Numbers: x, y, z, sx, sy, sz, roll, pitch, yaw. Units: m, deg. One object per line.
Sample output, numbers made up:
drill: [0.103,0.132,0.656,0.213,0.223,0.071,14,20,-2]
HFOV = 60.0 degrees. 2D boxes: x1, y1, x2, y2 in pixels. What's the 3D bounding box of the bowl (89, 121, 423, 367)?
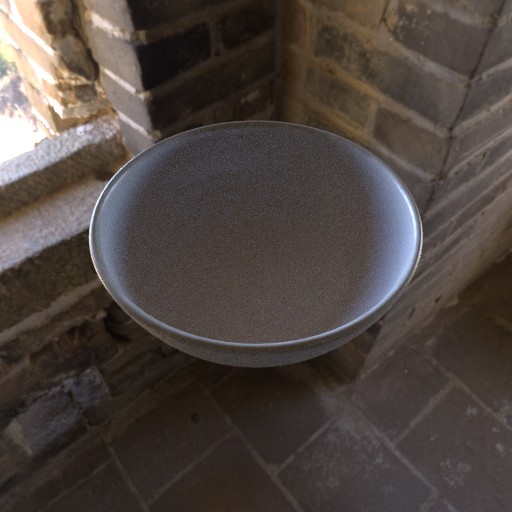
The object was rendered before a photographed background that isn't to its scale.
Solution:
bowl: [0.000,0.000,0.410,0.268,0.121,0.268,0,48,0]
